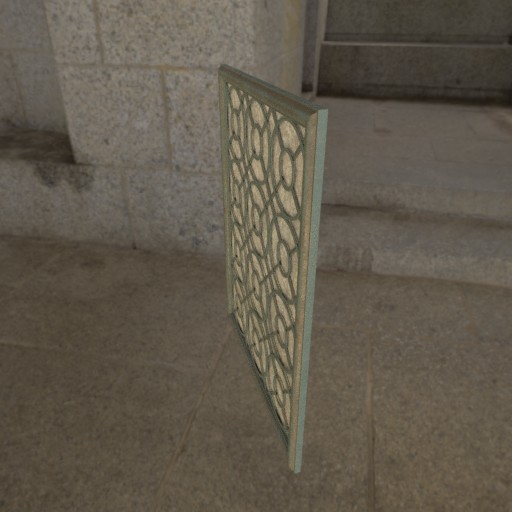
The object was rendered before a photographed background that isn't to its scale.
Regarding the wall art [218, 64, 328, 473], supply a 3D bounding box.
[{"bbox_3d":[0.000,0.000,1.322,0.030,0.983,0.767,-8,30,-15],"label":"wall art"}]
